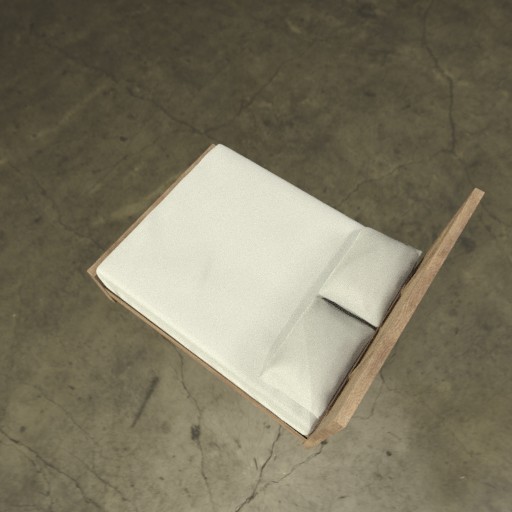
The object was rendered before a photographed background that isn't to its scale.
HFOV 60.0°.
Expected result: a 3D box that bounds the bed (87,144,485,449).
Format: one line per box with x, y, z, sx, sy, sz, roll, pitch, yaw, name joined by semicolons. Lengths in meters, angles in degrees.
0.000;0.000;3.353;2.197;1.626;1.626;33;68;15;bed
